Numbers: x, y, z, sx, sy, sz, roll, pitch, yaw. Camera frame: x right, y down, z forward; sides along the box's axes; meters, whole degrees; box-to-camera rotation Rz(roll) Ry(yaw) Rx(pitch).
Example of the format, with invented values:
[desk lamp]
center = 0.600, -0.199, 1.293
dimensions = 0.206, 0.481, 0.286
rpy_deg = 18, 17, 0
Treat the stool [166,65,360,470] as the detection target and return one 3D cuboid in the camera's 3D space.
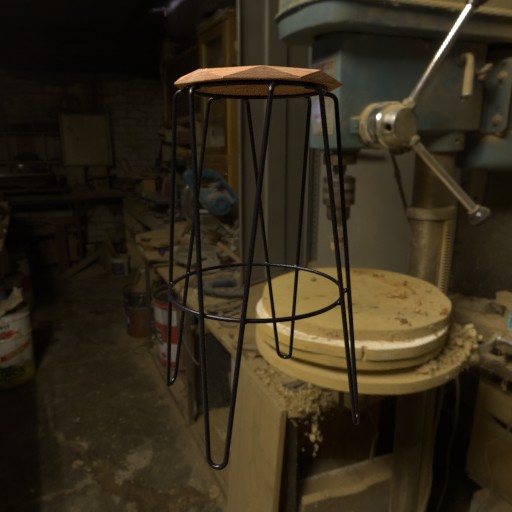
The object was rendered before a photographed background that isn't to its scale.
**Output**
[stool]
center = 0.000, 0.000, 0.811
dimensions = 0.326, 0.610, 0.326
rpy_deg = -7, 16, -24
